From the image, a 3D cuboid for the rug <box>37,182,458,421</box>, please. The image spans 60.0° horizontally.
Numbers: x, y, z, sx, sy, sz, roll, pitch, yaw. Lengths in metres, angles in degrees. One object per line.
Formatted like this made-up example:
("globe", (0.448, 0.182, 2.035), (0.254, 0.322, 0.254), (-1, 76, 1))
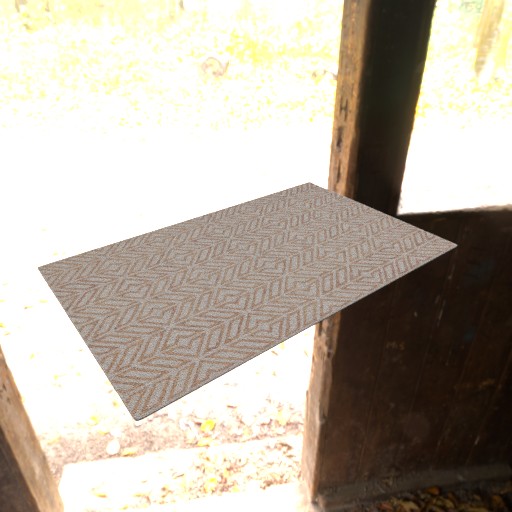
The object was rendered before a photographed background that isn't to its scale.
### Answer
("rug", (0.000, 0.000, 3.006), (2.438, 0.008, 1.523), (-22, 37, -31))
